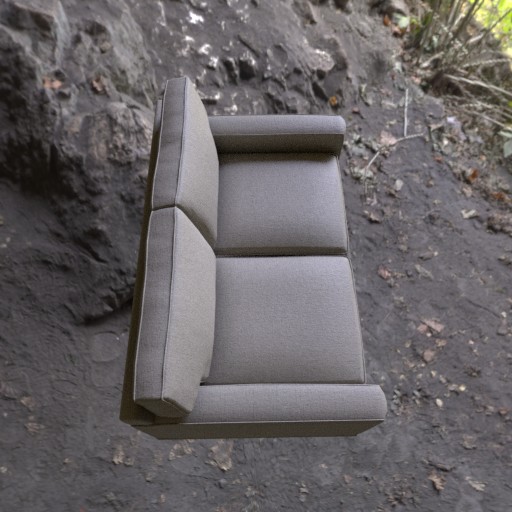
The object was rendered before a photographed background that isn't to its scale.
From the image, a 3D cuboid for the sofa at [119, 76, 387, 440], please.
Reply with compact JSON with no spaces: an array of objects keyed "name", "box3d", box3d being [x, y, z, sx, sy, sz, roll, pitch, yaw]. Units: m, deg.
[{"name":"sofa","box3d":[0.000,0.000,2.030,0.940,0.853,1.484,-1,63,0]}]
